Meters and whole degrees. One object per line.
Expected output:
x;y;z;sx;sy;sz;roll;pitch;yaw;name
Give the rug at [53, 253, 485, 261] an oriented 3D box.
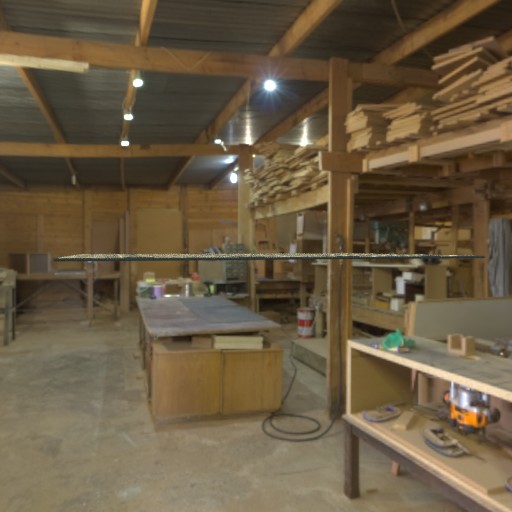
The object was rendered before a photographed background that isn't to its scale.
0.000;0.000;2.917;2.294;0.014;1.528;0;1;-18;rug
